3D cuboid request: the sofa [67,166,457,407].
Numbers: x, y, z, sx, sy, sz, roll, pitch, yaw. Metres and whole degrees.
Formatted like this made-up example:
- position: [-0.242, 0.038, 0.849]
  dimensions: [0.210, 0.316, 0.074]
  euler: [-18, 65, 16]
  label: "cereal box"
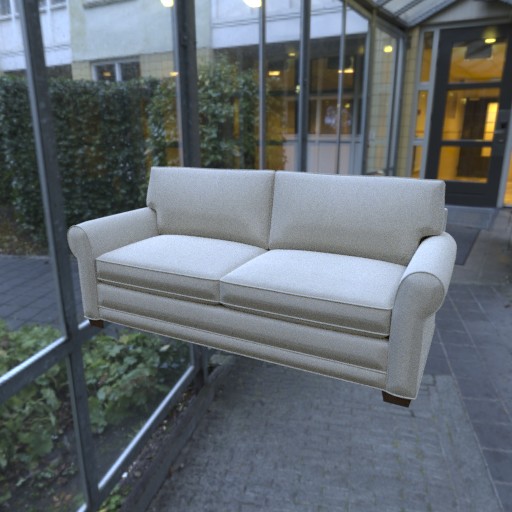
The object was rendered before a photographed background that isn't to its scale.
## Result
- position: [0.000, 0.000, 2.637]
  dimensions: [2.146, 0.962, 0.901]
  euler: [8, 18, 25]
  label: "sofa"
